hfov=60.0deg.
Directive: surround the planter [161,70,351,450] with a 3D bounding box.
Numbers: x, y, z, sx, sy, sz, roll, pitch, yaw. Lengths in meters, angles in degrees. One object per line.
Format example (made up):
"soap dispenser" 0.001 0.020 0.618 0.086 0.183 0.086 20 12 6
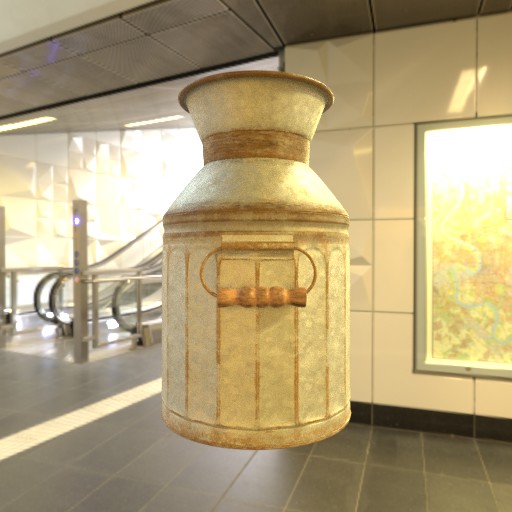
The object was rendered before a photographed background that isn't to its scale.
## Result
"planter" 0.000 0.000 0.512 0.215 0.358 0.248 0 1 -1
